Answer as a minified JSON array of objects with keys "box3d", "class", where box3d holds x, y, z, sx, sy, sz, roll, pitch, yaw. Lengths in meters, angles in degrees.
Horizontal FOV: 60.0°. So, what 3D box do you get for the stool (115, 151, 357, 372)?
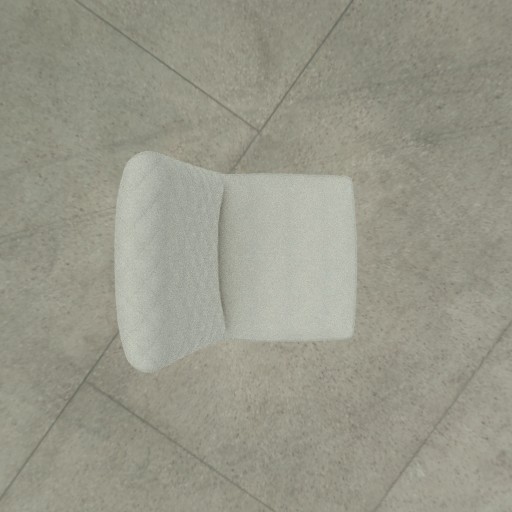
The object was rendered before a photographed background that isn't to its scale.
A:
[{"box3d":[0.000,0.000,1.365,0.546,1.084,0.462,0,91,-1],"class":"stool"}]
